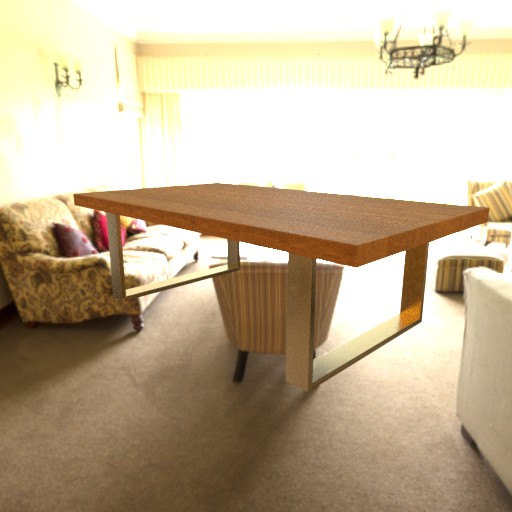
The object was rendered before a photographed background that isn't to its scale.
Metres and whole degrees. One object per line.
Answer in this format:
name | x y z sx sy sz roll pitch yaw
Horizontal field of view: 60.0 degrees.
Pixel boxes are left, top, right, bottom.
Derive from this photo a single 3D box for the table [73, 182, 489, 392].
table | 0.000 0.000 1.734 1.400 0.440 0.800 14 20 43
